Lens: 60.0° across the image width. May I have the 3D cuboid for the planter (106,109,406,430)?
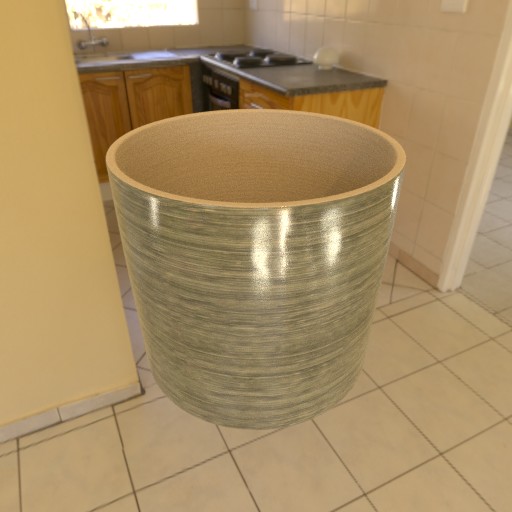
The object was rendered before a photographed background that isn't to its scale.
[{"bbox_3d":[0.000,0.000,0.392,0.221,0.201,0.221,0,32,0],"label":"planter"}]
